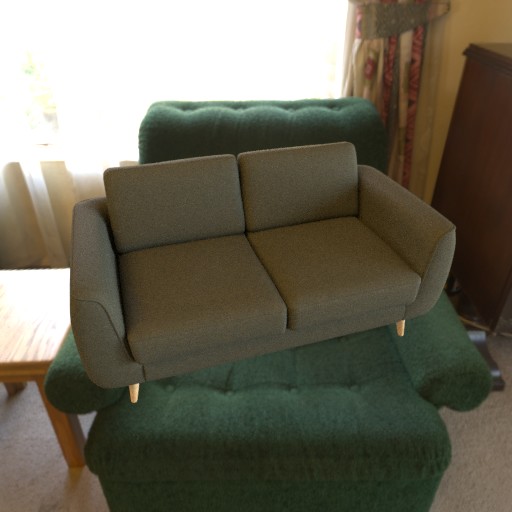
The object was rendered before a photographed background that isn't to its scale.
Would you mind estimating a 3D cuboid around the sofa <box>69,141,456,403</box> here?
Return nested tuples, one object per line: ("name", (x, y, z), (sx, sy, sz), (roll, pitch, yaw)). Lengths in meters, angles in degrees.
("sofa", (0.000, 0.000, 2.220), (1.700, 0.850, 0.920), (-10, 34, -15))
